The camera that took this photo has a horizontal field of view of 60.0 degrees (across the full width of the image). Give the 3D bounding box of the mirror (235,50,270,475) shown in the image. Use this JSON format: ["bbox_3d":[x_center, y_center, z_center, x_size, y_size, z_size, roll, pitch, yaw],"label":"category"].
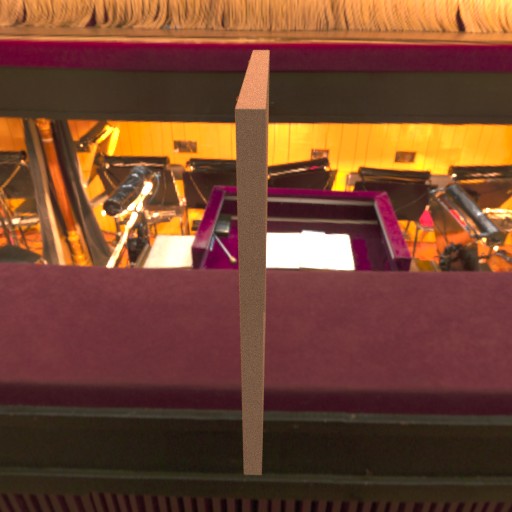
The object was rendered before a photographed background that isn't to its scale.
[{"bbox_3d":[0.000,0.000,0.909,0.040,0.710,0.507,1,32,2],"label":"mirror"}]
